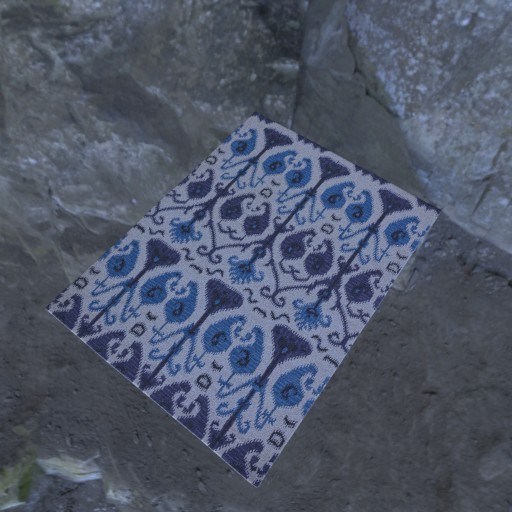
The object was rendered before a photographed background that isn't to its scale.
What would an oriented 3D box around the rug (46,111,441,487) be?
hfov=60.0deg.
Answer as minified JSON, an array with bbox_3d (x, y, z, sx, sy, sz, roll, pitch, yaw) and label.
[{"bbox_3d":[0.000,0.000,4.349,2.443,0.024,3.228,33,65,17],"label":"rug"}]
